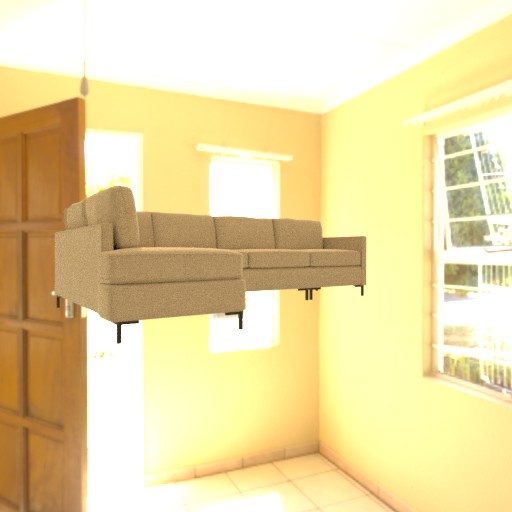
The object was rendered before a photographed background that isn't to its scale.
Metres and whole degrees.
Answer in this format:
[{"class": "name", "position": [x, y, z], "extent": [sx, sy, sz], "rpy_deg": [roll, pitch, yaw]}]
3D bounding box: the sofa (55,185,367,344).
[{"class": "sofa", "position": [0.000, 0.000, 4.336], "extent": [3.384, 0.996, 2.048], "rpy_deg": [0, 1, -34]}]
